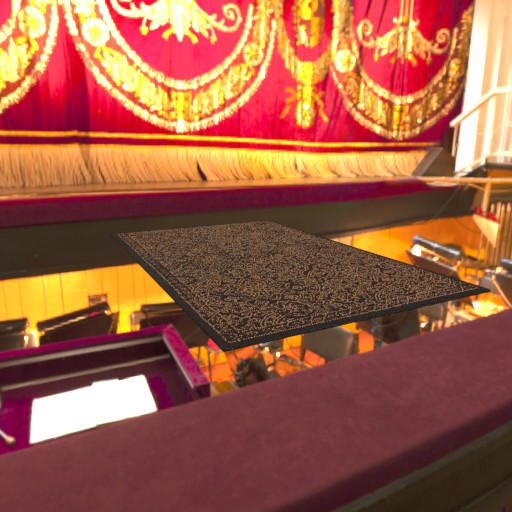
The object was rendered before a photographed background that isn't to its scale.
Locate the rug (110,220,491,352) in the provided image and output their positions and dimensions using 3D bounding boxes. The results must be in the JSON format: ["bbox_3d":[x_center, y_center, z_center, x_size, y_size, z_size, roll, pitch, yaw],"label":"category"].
[{"bbox_3d":[0.000,0.000,3.040,1.526,0.015,2.441,-7,16,-26],"label":"rug"}]
